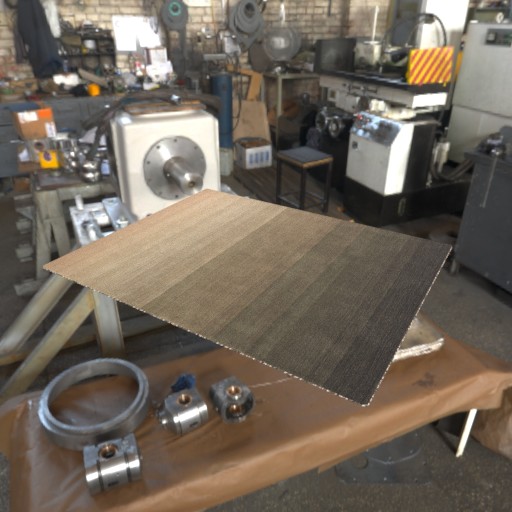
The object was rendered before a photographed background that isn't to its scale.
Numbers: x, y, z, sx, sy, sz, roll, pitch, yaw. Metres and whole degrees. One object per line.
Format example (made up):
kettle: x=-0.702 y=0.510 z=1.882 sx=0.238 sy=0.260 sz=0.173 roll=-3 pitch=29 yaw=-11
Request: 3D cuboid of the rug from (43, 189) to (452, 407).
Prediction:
rug: x=0.000 y=0.000 z=3.968 sx=2.902 sy=0.017 sz=2.306 roll=17 pitch=33 yaw=28
